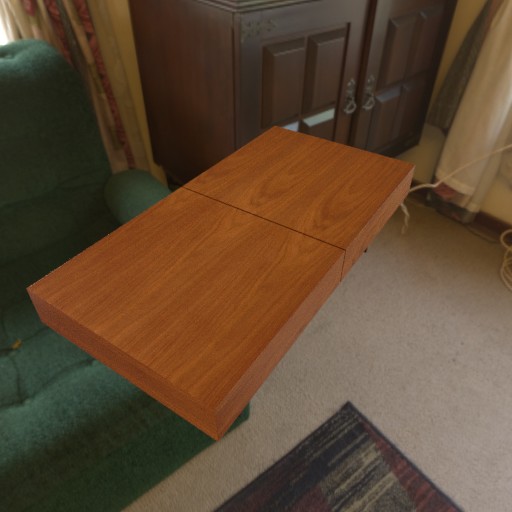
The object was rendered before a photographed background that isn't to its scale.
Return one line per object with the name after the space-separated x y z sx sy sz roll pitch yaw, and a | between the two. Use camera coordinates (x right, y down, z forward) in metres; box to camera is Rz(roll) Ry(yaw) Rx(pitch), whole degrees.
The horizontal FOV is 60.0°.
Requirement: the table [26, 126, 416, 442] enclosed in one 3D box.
0.000 0.000 1.486 0.610 0.330 1.194 23 45 25 | table
